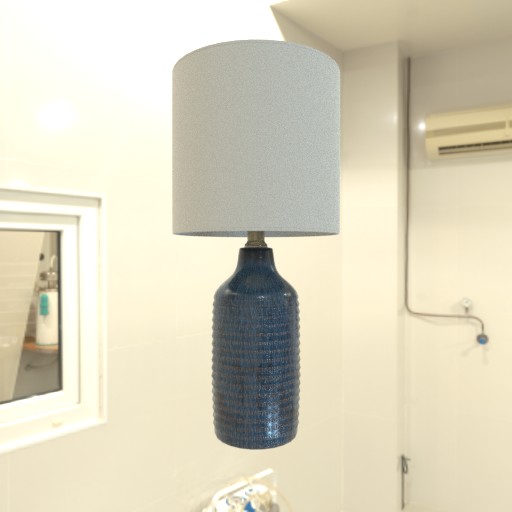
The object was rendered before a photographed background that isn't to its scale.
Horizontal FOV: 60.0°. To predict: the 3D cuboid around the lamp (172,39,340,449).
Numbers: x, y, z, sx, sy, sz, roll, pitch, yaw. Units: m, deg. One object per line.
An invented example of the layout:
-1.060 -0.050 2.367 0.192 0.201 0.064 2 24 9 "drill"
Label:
0.000 0.000 0.595 0.220 0.475 0.220 0 1 35 "lamp"
